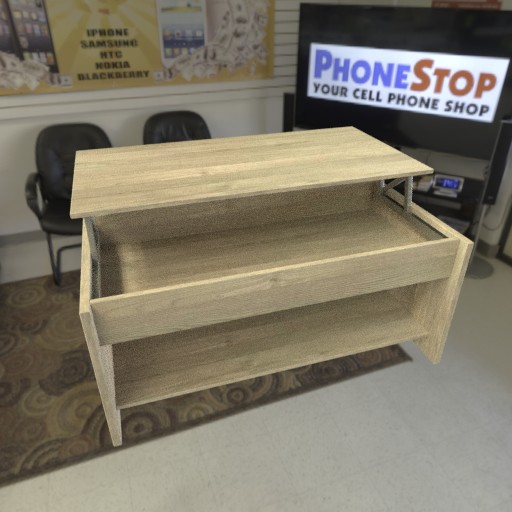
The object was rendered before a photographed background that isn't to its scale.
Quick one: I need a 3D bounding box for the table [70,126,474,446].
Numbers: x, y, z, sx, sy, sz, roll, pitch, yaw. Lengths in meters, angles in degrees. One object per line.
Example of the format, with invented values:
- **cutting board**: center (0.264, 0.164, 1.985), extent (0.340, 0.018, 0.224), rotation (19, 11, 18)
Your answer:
- **table**: center (0.000, 0.000, 1.425), extent (1.000, 0.570, 0.712), rotation (-9, 32, -15)
